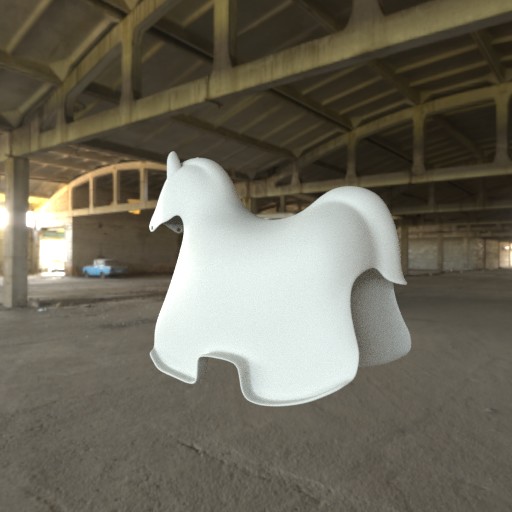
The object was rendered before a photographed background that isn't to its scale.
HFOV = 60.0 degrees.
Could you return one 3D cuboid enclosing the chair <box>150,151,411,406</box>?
[{"bbox_3d":[0.000,0.000,1.174,0.800,0.612,0.429,0,0,38],"label":"chair"}]
